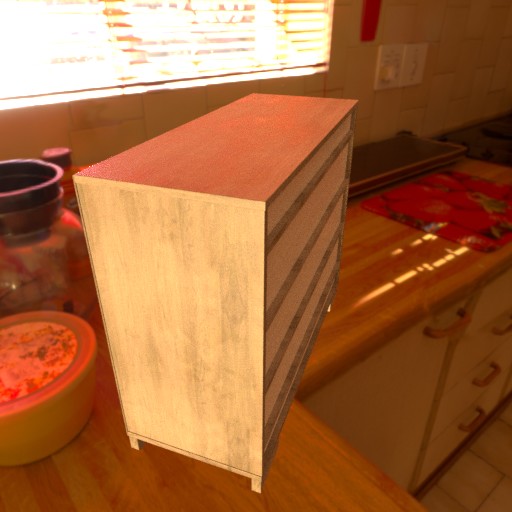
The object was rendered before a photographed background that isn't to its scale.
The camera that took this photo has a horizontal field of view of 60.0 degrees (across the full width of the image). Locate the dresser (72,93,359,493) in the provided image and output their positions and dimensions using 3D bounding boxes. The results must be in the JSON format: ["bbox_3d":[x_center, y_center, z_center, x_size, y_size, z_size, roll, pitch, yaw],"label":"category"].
[{"bbox_3d":[0.000,0.000,1.417,0.404,0.816,0.994,10,31,18],"label":"dresser"}]
